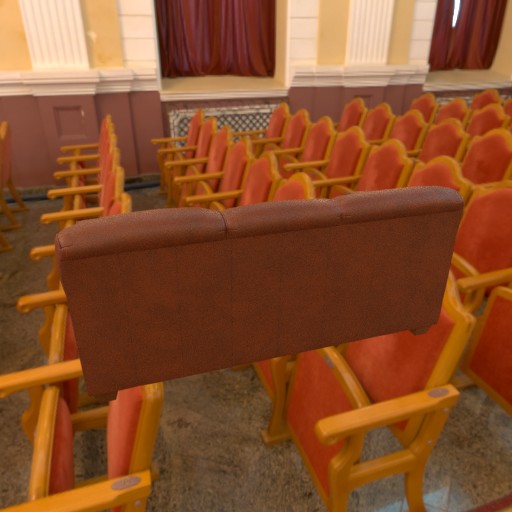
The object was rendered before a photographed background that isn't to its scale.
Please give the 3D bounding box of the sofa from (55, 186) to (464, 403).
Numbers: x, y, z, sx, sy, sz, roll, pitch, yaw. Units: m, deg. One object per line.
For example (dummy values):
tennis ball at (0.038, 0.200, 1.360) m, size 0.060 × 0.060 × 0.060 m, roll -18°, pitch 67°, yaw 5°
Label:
sofa at (0.000, 0.000, 2.633) m, size 2.039 × 0.953 × 1.008 m, roll -8°, pitch 27°, yaw -16°
